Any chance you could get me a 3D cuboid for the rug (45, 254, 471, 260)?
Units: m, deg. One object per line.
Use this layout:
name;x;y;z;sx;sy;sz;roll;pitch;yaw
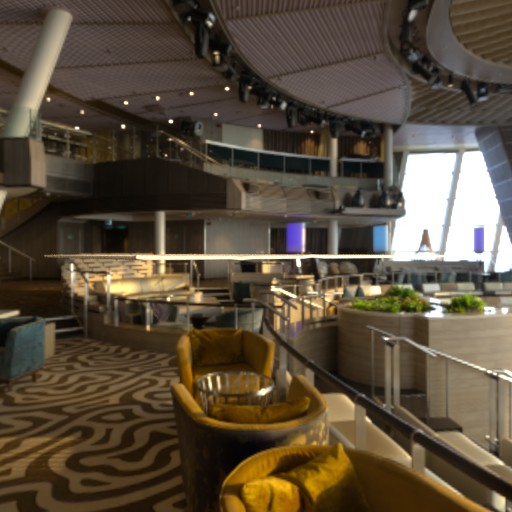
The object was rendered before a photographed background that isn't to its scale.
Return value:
rug;0.000;0.000;4.719;3.659;0.037;2.734;0;0;-36
